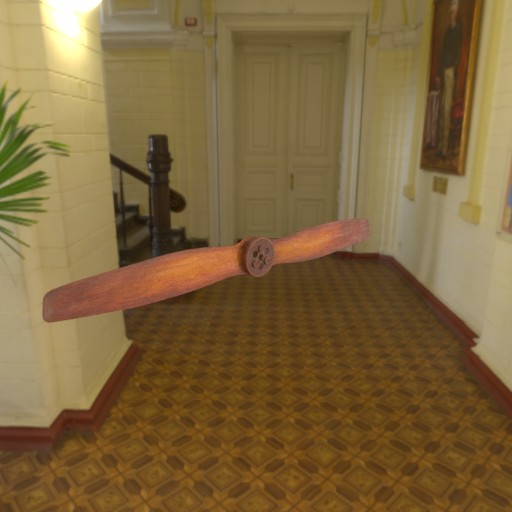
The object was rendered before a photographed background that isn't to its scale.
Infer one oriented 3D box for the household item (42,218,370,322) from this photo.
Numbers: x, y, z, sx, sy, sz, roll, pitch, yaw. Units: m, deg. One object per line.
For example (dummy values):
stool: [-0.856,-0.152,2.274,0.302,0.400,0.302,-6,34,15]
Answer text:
household item: [0.000,0.000,1.280,1.181,0.121,0.051,-14,21,-42]
